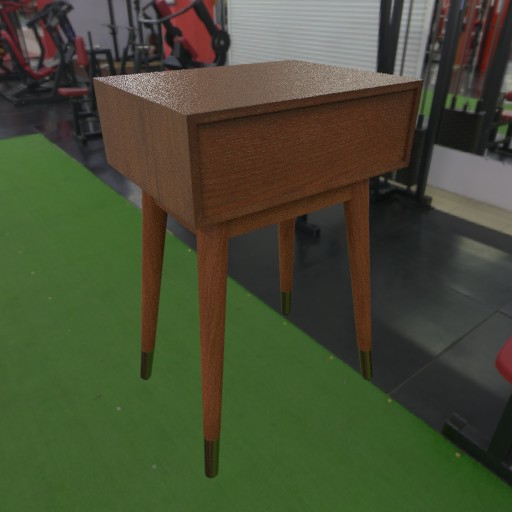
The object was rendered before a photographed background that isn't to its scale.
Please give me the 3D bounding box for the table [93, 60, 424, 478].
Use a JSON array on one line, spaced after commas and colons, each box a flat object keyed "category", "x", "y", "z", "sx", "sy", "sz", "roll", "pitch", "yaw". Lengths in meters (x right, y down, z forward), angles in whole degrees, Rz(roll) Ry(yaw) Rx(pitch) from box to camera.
[{"category": "table", "x": 0.000, "y": 0.000, "z": 0.797, "sx": 0.406, "sy": 0.599, "sz": 0.300, "roll": -20, "pitch": 36, "yaw": -30}]
